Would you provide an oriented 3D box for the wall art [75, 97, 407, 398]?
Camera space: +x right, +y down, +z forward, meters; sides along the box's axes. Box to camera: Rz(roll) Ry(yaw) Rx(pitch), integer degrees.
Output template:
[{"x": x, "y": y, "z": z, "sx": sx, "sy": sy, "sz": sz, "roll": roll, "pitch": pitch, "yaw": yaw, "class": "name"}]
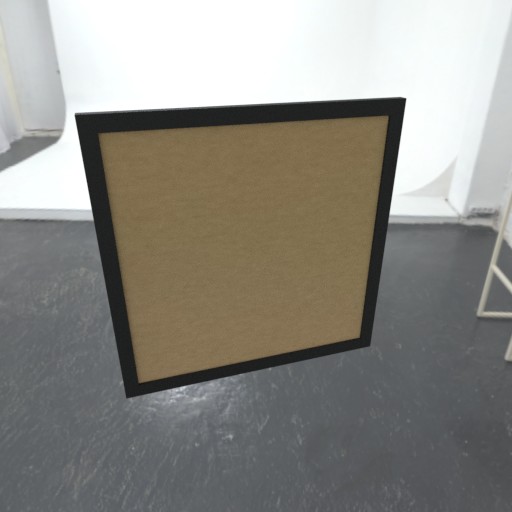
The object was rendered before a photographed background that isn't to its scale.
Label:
[{"x": 0.000, "y": 0.000, "z": 0.547, "sx": 0.358, "sy": 0.357, "sz": 0.012, "roll": -8, "pitch": 28, "yaw": -15, "class": "wall art"}]
